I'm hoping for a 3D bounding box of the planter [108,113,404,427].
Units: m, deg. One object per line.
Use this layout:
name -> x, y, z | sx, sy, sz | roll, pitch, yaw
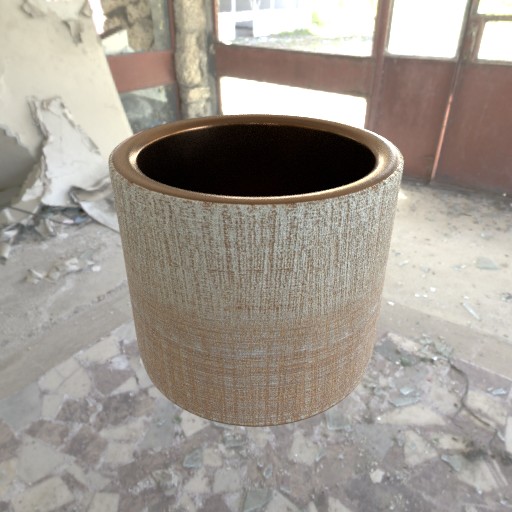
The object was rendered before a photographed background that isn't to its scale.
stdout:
planter -> 0.000, 0.000, 0.190 | 0.109, 0.096, 0.109 | 0, 31, 0
